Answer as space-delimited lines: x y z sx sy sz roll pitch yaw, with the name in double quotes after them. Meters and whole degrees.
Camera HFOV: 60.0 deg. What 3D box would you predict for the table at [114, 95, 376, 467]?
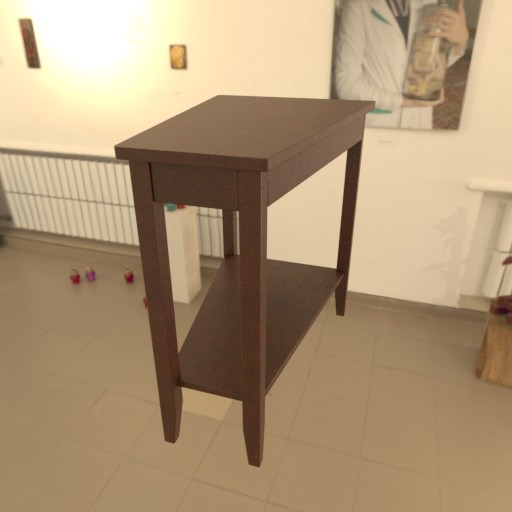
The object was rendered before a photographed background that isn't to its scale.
0.000 0.000 0.970 0.399 0.589 0.605 8 28 16 "table"
